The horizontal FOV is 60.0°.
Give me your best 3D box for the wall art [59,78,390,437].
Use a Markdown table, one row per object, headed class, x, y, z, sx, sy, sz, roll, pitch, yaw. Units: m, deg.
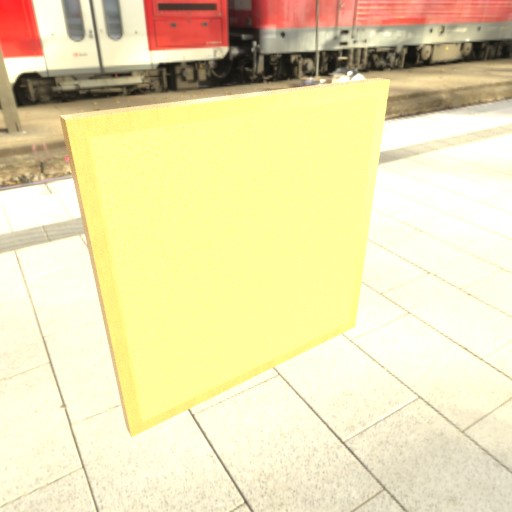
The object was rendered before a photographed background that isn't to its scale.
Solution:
| class | x | y | z | sx | sy | sz | roll | pitch | yaw |
| --- | --- | --- | --- | --- | --- | --- | --- | --- | --- |
| wall art | 0.000 | 0.000 | 2.784 | 1.935 | 1.936 | 0.097 | -19 | 35 | -29 |
